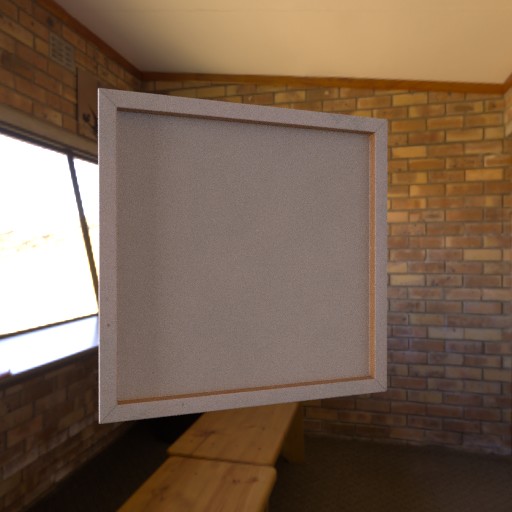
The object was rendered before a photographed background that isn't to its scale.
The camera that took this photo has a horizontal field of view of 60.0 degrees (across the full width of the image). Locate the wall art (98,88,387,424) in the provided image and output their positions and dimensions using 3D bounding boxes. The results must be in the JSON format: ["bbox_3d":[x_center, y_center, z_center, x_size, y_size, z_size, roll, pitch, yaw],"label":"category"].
[{"bbox_3d":[0.000,0.000,1.140,0.762,0.762,0.038,0,0,-18],"label":"wall art"}]
